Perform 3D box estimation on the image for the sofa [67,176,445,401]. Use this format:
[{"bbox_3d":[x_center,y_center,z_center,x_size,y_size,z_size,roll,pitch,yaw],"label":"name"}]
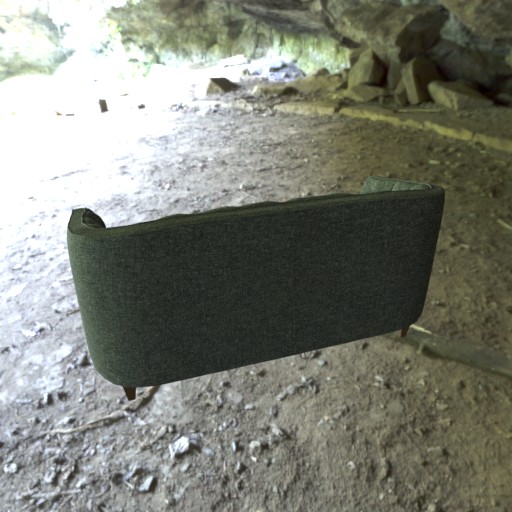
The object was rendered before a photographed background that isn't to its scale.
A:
[{"bbox_3d":[0.000,0.000,2.294,1.733,0.855,0.941,-9,28,-17],"label":"sofa"}]
